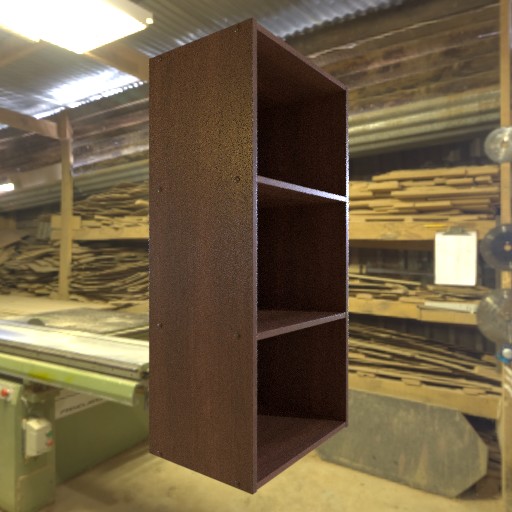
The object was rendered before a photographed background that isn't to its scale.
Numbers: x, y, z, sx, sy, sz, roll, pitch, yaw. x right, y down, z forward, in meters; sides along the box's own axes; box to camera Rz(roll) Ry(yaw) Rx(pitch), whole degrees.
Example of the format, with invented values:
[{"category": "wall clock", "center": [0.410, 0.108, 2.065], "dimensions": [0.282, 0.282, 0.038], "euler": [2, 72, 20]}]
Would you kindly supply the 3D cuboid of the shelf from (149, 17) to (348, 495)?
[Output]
[{"category": "shelf", "center": [0.000, 0.000, 1.067], "dimensions": [0.290, 0.879, 0.414], "euler": [0, 0, 37]}]
